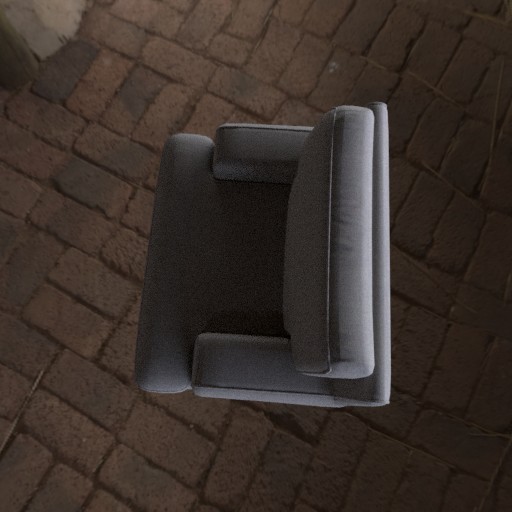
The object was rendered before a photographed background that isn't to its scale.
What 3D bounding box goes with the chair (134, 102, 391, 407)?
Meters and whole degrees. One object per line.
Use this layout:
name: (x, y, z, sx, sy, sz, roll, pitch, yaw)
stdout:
chair: (0.000, 0.000, 2.036, 1.043, 0.974, 1.270, 4, 75, 1)
